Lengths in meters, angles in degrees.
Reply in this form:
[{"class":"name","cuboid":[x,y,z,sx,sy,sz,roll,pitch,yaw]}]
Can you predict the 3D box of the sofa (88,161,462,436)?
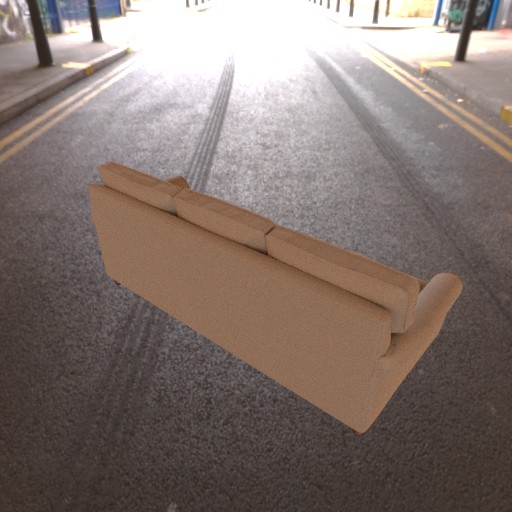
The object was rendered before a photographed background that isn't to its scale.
[{"class":"sofa","cuboid":[0.000,0.000,2.850,2.354,0.948,0.966,24,39,33]}]
